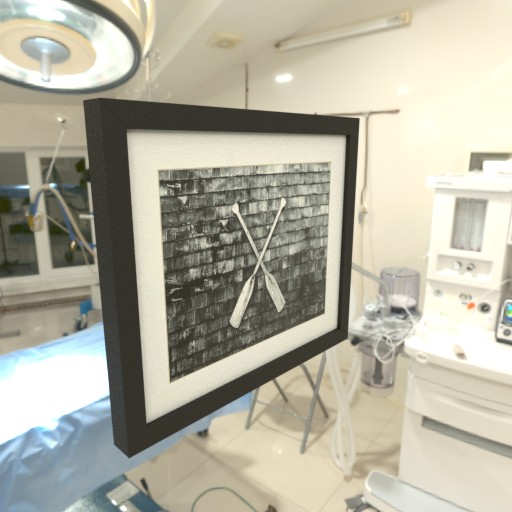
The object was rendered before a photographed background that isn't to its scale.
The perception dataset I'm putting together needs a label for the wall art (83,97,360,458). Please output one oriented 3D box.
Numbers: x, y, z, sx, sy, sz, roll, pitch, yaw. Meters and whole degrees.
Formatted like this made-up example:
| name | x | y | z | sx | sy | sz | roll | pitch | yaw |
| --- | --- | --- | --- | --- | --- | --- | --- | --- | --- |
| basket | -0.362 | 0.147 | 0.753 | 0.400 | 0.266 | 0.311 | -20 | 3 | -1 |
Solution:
| name | x | y | z | sx | sy | sz | roll | pitch | yaw |
| --- | --- | --- | --- | --- | --- | --- | --- | --- | --- |
| wall art | 0.000 | 0.000 | 0.530 | 0.029 | 0.330 | 0.381 | 13 | 19 | 43 |
